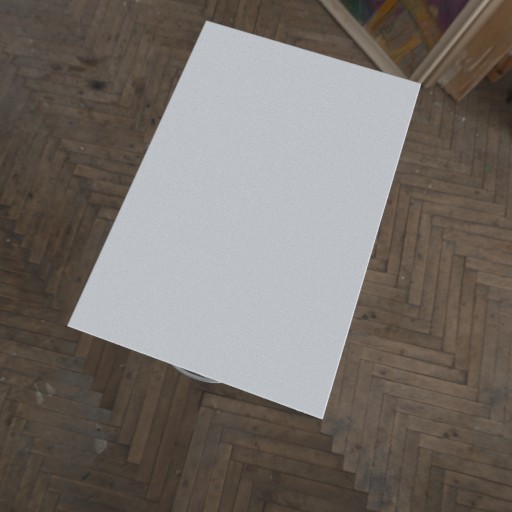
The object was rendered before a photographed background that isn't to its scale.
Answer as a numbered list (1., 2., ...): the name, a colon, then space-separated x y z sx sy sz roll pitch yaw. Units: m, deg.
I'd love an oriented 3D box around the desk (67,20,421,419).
1. desk: 0.000 0.000 1.075 0.404 0.730 0.600 19 76 5
